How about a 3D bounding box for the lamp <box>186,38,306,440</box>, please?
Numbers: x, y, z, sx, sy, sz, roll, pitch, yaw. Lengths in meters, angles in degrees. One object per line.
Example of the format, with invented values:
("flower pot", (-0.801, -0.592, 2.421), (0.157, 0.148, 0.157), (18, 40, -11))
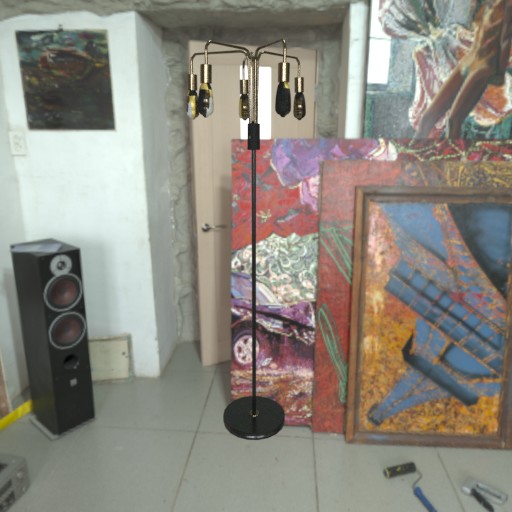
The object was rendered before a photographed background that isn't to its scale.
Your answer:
("lamp", (0.000, 0.000, 2.008), (0.572, 1.721, 0.599), (-7, 17, -24))
